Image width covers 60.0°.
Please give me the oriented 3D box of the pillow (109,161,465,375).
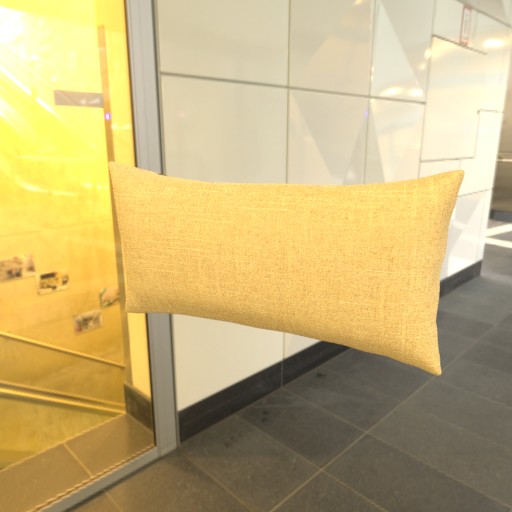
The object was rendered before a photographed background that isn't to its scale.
[{"bbox_3d":[0.000,0.000,1.053,0.859,0.429,0.197,7,16,25],"label":"pillow"}]
